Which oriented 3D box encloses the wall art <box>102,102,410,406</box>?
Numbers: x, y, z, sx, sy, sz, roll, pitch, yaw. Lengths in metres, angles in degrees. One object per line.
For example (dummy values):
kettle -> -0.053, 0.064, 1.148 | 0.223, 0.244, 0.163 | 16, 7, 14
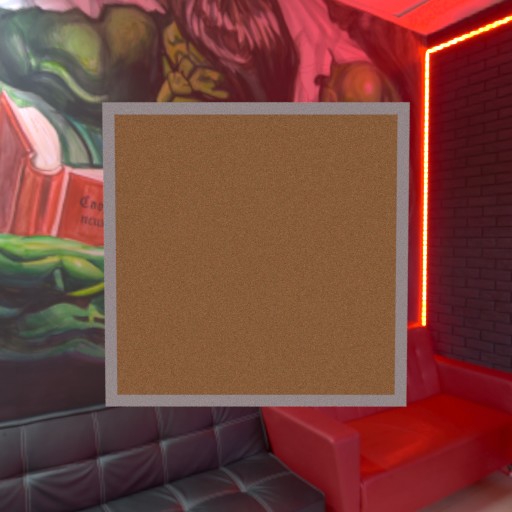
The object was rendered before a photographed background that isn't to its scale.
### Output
wall art -> 0.000, 0.000, 0.670 | 0.456, 0.457, 0.009 | 0, 2, 0
